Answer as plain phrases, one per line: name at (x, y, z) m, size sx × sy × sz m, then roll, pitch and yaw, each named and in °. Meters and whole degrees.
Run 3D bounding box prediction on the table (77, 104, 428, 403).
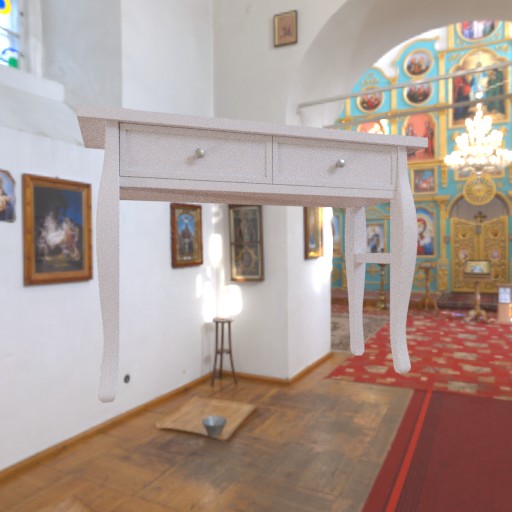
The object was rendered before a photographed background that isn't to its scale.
table at (0.000, 0.000, 1.448) m, size 1.062 × 0.768 × 0.373 m, roll 0°, pitch 0°, yaw -18°
